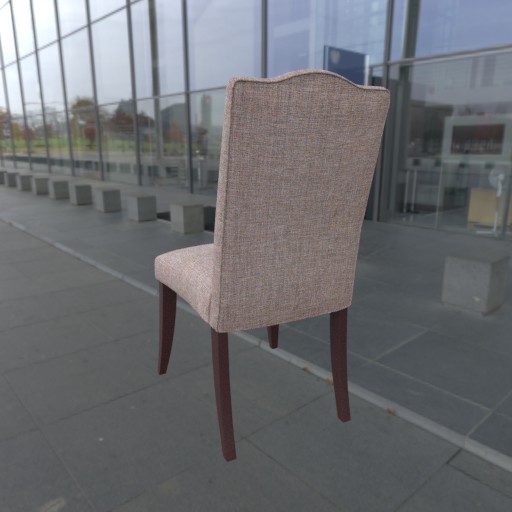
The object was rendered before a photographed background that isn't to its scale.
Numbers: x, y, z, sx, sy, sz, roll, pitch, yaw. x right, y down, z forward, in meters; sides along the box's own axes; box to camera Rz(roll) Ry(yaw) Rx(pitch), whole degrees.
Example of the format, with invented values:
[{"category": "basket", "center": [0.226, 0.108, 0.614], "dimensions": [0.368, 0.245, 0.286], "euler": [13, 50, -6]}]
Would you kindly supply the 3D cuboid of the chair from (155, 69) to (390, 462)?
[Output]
[{"category": "chair", "center": [0.000, 0.000, 1.400], "dimensions": [0.513, 1.016, 0.660], "euler": [-7, 16, -26]}]
